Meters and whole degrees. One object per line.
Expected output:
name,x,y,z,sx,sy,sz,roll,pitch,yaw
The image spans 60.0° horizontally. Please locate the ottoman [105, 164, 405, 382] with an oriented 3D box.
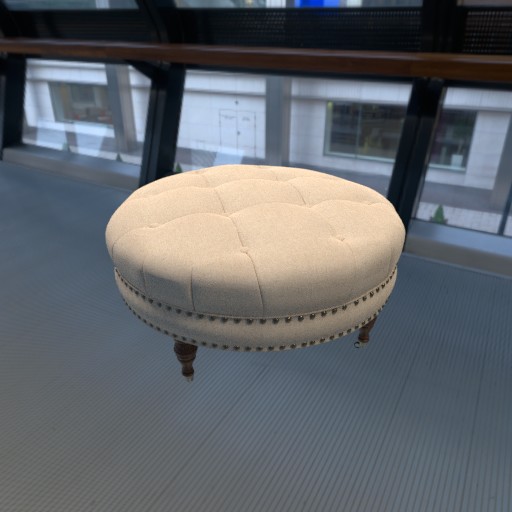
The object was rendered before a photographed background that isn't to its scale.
ottoman,0.000,0.000,1.504,0.940,0.483,0.940,0,26,0
